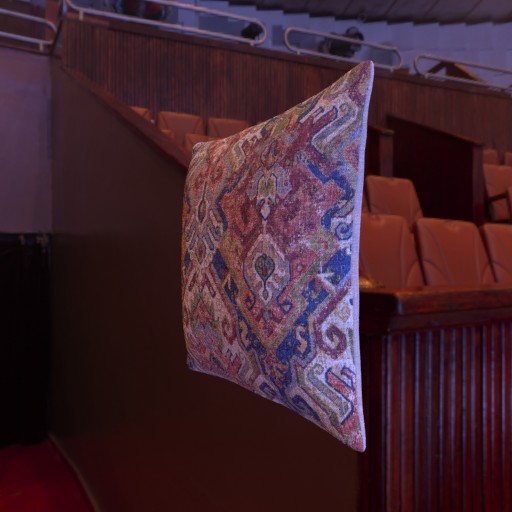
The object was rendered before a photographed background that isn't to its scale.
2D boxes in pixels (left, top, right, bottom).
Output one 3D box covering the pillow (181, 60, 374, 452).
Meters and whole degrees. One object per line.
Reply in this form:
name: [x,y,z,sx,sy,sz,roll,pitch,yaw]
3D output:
pillow: [0.000,0.000,0.785,0.166,0.506,0.523,0,0,-34]
